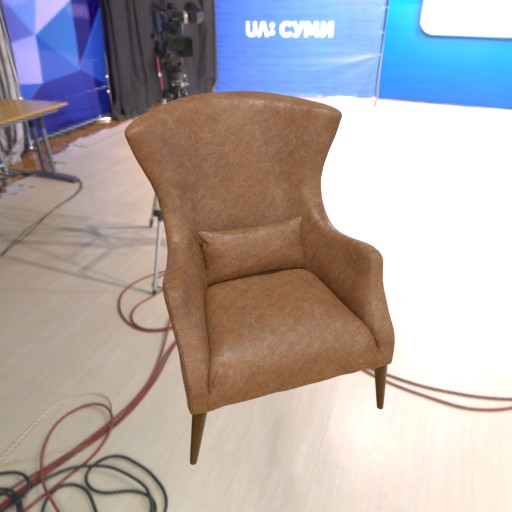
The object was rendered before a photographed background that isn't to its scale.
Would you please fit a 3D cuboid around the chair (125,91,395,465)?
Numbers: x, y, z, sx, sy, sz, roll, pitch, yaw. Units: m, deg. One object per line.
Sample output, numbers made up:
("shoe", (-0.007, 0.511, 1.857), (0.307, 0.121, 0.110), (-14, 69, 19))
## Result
("chair", (0.000, 0.000, 1.764), (0.846, 1.067, 0.955), (-10, 34, -15))
